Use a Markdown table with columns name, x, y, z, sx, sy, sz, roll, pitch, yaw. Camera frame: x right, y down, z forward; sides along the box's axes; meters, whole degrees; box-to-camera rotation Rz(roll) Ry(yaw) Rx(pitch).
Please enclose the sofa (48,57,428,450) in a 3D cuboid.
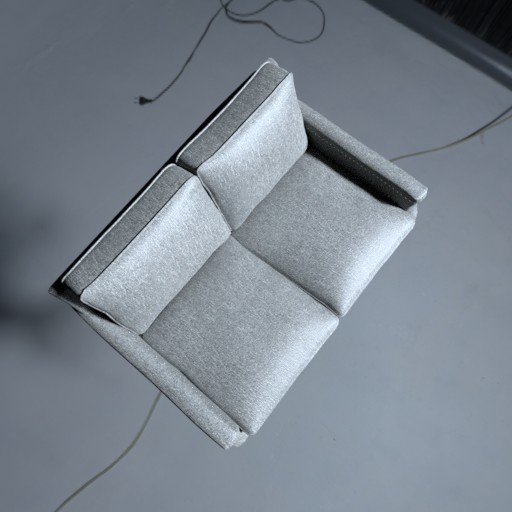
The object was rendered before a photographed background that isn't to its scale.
| name | x | y | z | sx | sy | sz | roll | pitch | yaw |
| --- | --- | --- | --- | --- | --- | --- | --- | --- | --- |
| sofa | 0.000 | 0.000 | 2.269 | 1.084 | 1.003 | 1.597 | 38 | 79 | 9 |
